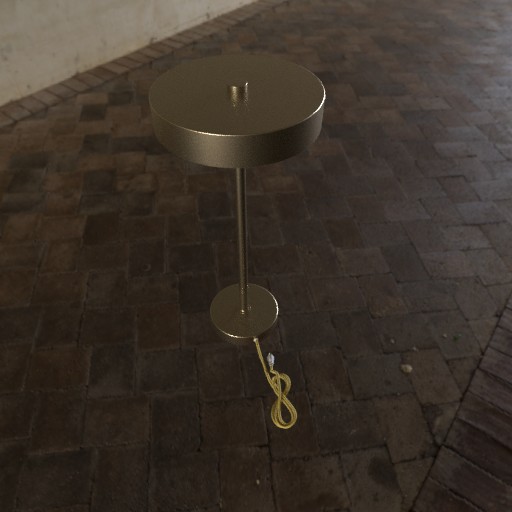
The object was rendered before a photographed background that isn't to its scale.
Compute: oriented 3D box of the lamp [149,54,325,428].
[{"bbox_3d":[0.000,0.000,0.710,0.229,0.508,0.369,-15,48,-14],"label":"lamp"}]
